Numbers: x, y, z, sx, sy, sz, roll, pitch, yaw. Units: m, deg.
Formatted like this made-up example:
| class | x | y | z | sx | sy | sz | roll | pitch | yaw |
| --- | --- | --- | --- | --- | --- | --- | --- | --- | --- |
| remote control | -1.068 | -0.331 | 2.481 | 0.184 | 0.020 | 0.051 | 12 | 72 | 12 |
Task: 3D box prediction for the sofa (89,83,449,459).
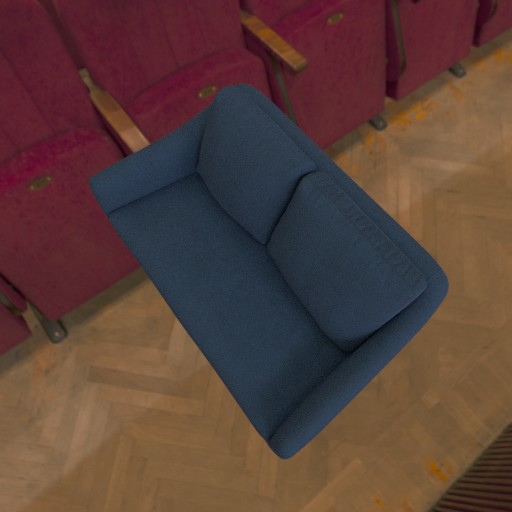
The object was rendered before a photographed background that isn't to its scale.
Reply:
| class | x | y | z | sx | sy | sz | roll | pitch | yaw |
| --- | --- | --- | --- | --- | --- | --- | --- | --- | --- |
| sofa | 0.000 | 0.000 | 2.192 | 0.960 | 0.902 | 1.619 | -34 | 68 | -15 |
